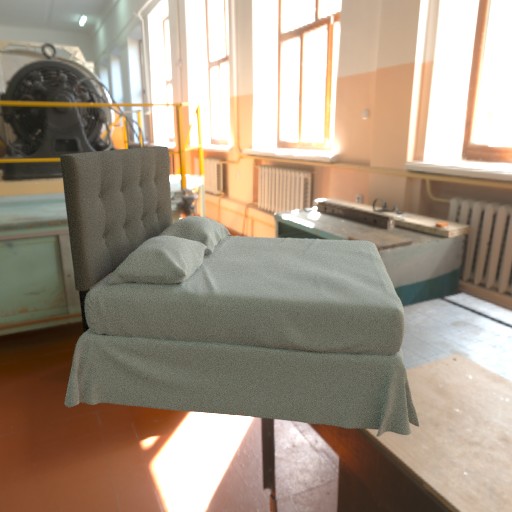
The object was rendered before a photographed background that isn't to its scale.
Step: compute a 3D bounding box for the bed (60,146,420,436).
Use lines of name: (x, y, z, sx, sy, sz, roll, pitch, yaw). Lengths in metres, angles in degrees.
bed: (0.000, 0.000, 3.380, 2.222, 1.577, 1.936, 2, 16, 9)
